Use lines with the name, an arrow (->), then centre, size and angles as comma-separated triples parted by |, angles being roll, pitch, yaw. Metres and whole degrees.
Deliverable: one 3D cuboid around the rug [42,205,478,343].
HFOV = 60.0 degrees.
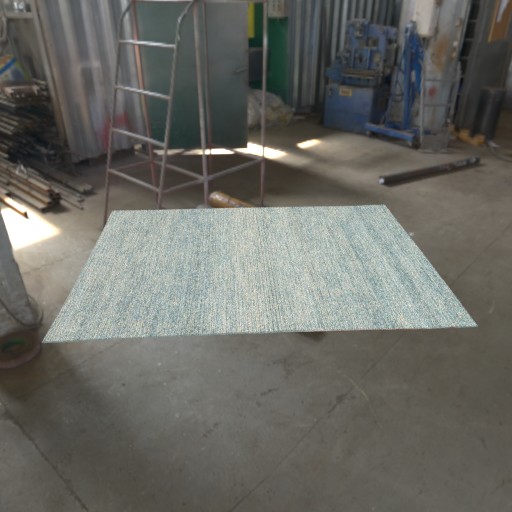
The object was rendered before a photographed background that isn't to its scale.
rug -> 0.000, 0.000, 2.966 | 2.260, 0.026, 1.611 | -1, 30, -3
